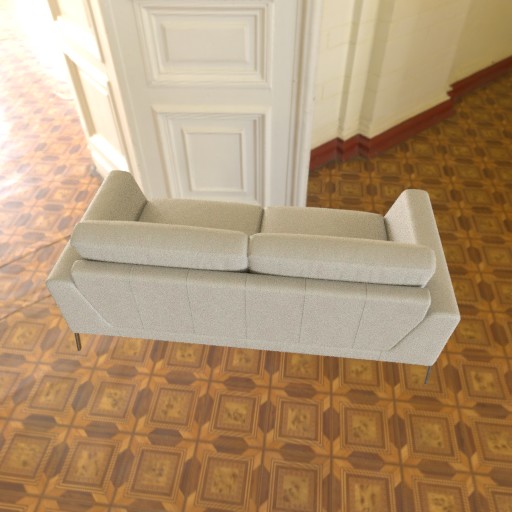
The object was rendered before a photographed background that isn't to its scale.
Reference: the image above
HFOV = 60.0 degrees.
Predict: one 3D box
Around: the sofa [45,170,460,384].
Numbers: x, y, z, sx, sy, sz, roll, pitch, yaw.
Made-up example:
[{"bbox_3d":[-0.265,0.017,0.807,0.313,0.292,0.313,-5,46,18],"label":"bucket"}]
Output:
[{"bbox_3d":[0.000,0.000,2.546,2.017,0.875,0.953,4,46,4],"label":"sofa"}]
